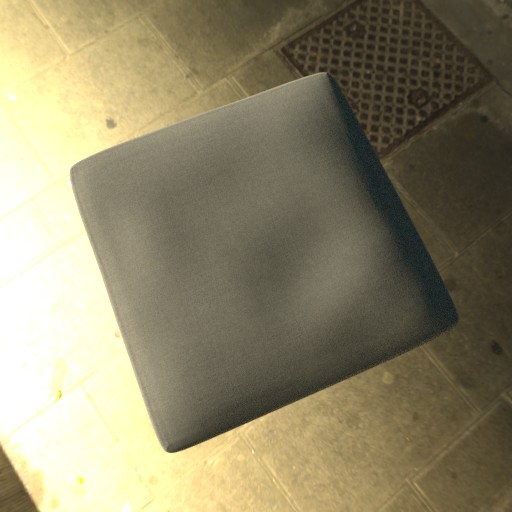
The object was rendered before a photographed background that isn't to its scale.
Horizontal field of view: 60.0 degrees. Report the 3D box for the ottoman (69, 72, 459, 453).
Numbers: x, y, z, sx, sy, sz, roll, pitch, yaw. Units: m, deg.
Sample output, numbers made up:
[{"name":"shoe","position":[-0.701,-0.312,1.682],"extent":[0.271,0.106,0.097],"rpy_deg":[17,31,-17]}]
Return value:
[{"name":"ottoman","position":[0.000,0.000,1.346],"extent":[0.840,0.436,0.843],"rpy_deg":[-22,77,-5]}]
